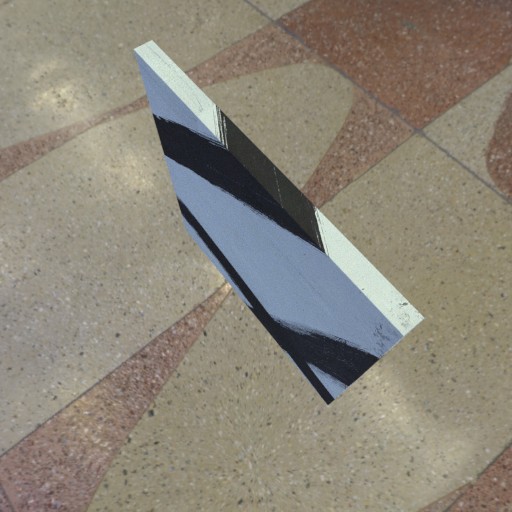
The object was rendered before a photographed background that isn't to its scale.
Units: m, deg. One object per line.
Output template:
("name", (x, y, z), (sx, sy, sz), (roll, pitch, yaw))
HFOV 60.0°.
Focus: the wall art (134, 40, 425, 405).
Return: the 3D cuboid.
("wall art", (0.000, 0.000, 1.131), (0.046, 0.765, 0.765), (-35, 69, -16))
